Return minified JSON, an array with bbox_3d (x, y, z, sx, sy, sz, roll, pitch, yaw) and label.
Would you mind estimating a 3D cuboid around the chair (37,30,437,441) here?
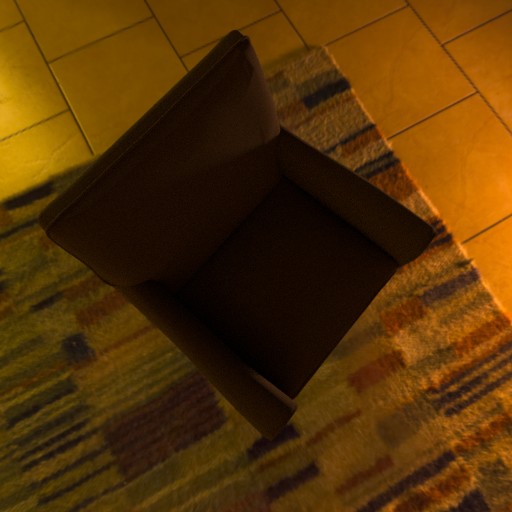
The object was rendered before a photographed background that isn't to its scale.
[{"bbox_3d":[0.000,0.000,1.550,0.831,0.911,0.836,40,79,10],"label":"chair"}]
